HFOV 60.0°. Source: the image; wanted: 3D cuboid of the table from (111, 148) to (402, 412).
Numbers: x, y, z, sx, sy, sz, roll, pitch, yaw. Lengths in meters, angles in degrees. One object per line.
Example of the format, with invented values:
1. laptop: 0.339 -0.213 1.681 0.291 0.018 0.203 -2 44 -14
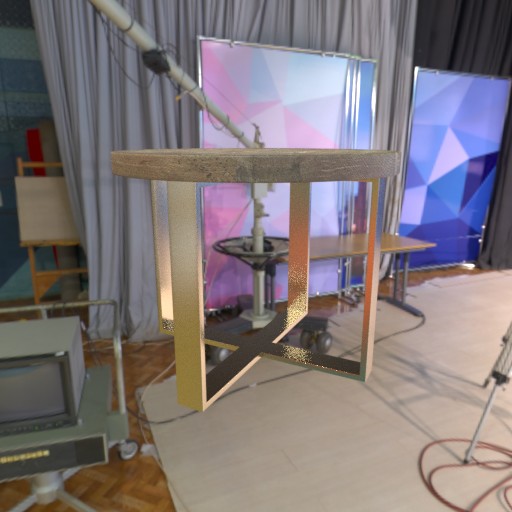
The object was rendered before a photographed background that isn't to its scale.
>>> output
1. table: 0.000 0.000 0.947 0.557 0.437 0.557 0 15 0
